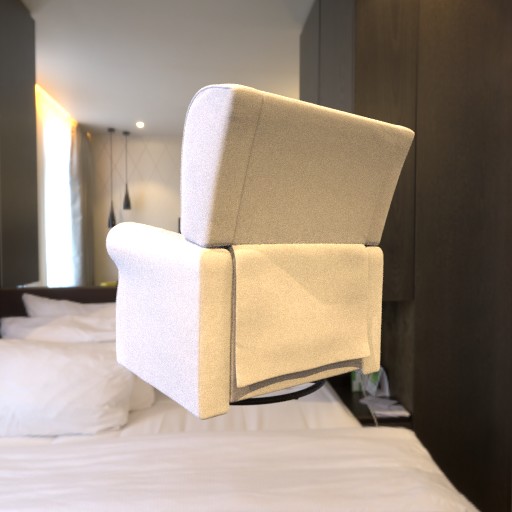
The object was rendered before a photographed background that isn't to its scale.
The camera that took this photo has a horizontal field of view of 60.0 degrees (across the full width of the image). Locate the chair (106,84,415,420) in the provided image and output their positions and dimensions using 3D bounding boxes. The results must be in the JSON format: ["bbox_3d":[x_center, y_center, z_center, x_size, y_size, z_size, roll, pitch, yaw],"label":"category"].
[{"bbox_3d":[0.000,0.000,1.683,0.906,0.967,0.854,-1,2,-37],"label":"chair"}]
